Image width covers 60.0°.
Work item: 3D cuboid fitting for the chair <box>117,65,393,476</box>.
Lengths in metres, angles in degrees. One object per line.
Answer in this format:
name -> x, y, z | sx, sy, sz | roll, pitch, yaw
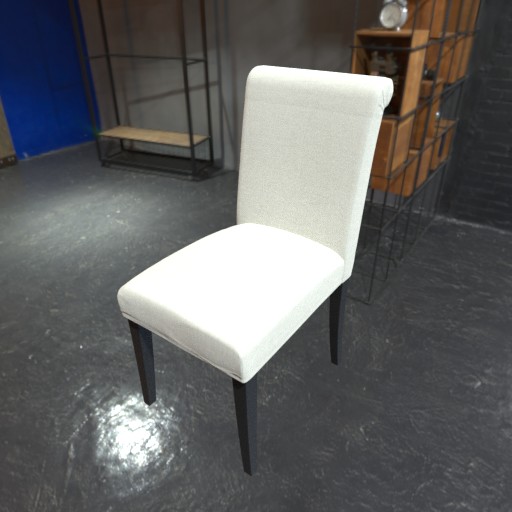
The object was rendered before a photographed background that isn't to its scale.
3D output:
chair -> 0.000, 0.000, 1.341 | 0.452, 0.976, 0.708 | 20, 36, 31
